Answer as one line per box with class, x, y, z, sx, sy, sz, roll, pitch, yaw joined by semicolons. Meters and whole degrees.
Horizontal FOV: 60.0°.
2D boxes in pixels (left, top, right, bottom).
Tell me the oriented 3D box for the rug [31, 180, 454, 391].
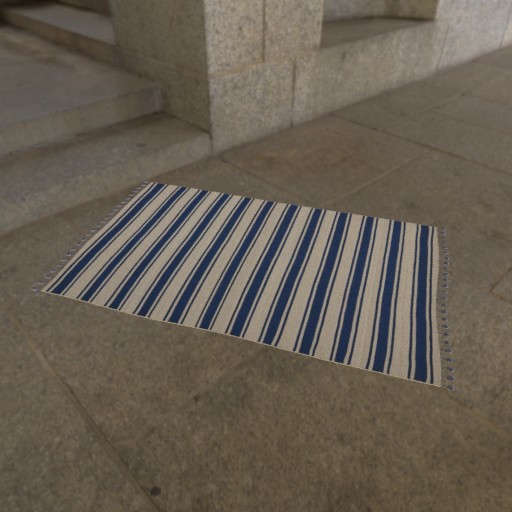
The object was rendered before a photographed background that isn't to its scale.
rug;0.000;0.000;2.533;2.108;0.009;1.248;11;39;14
